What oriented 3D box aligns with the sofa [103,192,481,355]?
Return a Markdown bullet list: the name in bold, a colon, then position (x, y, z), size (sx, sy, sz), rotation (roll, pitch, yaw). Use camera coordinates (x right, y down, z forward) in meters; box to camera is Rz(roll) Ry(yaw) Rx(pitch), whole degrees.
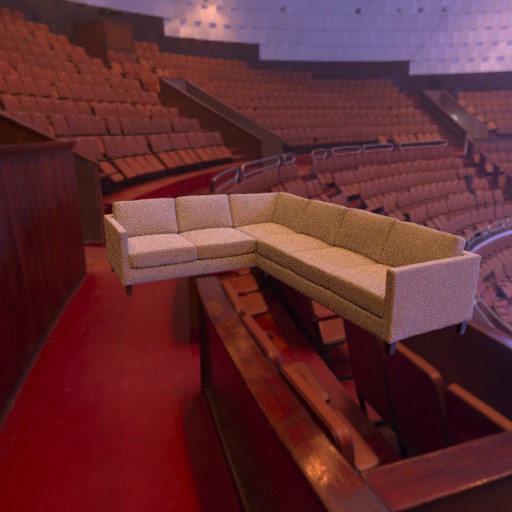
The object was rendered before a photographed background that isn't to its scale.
- **sofa**: position (0.000, 0.000, 4.418), size (2.432, 0.863, 3.182), rotation (-8, 18, -26)
